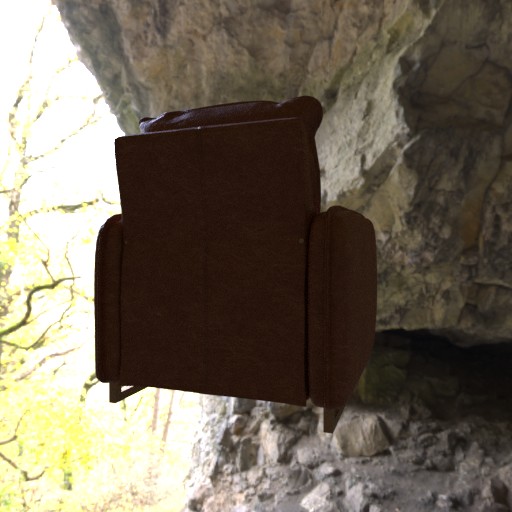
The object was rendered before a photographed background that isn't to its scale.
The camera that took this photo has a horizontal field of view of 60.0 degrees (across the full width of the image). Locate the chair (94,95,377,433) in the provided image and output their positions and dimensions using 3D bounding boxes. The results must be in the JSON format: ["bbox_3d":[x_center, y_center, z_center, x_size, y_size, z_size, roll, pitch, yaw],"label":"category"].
[{"bbox_3d":[0.000,0.000,1.642,0.830,0.922,0.922,0,1,20],"label":"chair"}]
